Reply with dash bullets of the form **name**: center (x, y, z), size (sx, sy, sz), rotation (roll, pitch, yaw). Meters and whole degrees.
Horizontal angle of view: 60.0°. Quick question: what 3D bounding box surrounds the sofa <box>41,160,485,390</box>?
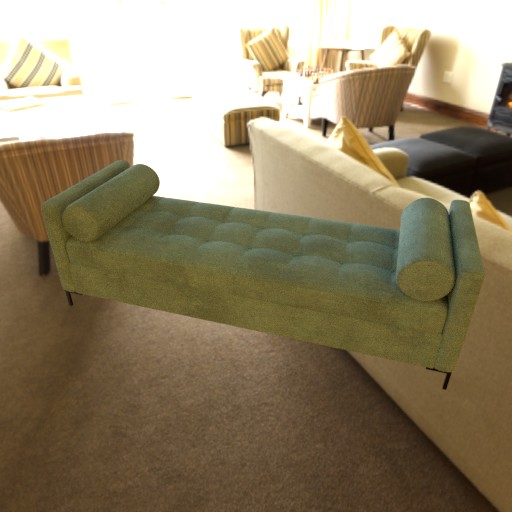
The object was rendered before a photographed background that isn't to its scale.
- **sofa**: center (0.000, 0.000, 2.304), size (1.981, 0.635, 0.686), rotation (9, 33, 15)
